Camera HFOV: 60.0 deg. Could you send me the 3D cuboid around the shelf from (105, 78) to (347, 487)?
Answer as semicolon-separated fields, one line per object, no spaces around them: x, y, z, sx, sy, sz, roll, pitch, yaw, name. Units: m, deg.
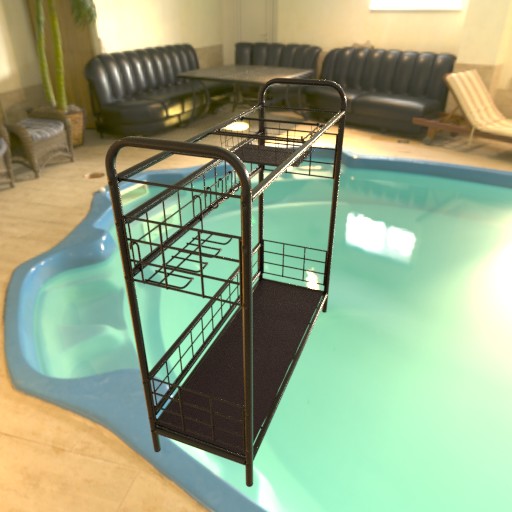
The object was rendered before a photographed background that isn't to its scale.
0.000;0.000;1.524;0.350;1.026;0.961;11;31;19;shelf
